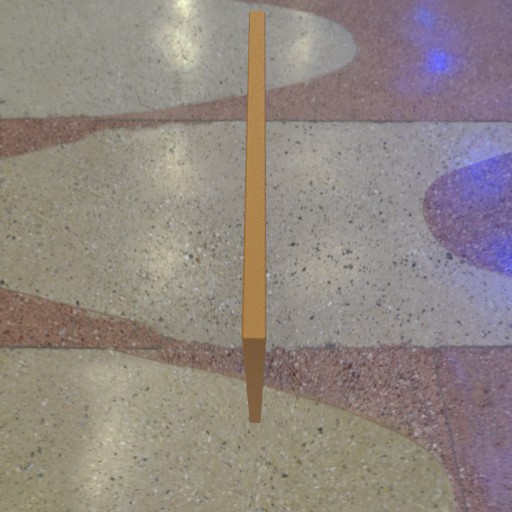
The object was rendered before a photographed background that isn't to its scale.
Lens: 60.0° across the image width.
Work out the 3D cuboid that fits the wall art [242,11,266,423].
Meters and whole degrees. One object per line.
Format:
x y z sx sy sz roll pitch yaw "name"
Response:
0.000 0.000 0.734 0.022 0.553 0.452 0 62 0 "wall art"
